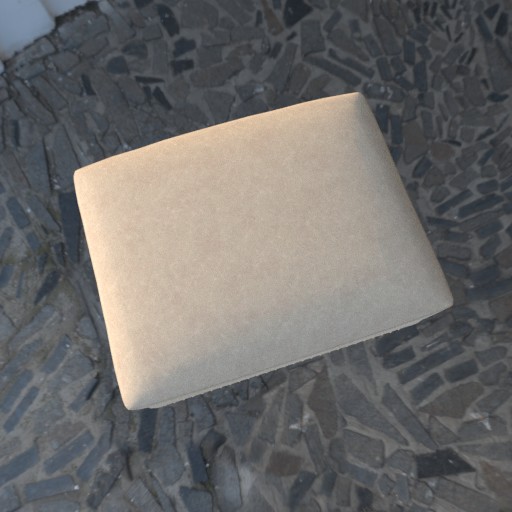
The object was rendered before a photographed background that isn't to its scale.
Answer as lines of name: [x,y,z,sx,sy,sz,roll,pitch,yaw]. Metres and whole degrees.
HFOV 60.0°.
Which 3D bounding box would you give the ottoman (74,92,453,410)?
ottoman: [0.000,0.000,1.169,0.741,0.513,0.584,-17,75,-5]
